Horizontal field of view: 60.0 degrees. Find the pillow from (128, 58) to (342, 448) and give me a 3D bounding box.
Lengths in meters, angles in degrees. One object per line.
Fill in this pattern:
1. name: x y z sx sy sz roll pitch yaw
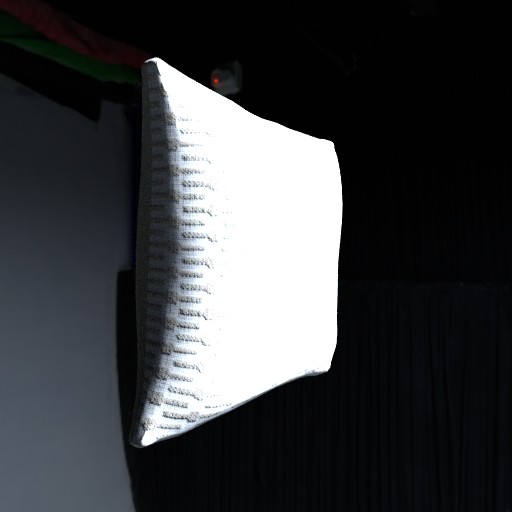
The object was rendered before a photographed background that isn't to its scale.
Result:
1. pillow: 0.000 0.000 0.754 0.219 0.491 0.496 0 0 36
